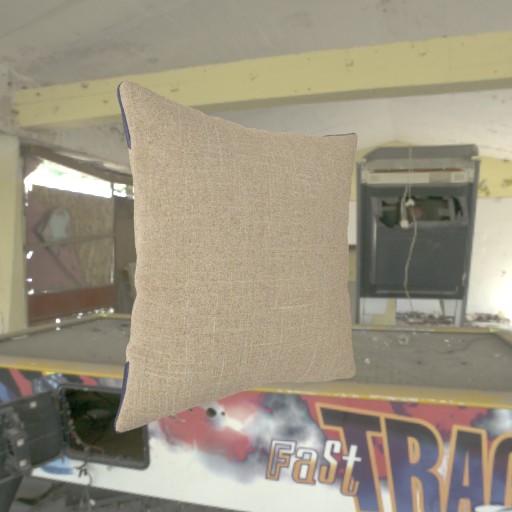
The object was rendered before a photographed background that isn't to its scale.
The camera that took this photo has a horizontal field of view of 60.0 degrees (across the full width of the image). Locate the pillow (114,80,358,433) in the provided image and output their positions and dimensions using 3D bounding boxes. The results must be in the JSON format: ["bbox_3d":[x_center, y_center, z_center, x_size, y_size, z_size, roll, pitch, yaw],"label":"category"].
[{"bbox_3d":[0.000,0.000,0.681,0.440,0.441,0.147,0,0,-37],"label":"pillow"}]
